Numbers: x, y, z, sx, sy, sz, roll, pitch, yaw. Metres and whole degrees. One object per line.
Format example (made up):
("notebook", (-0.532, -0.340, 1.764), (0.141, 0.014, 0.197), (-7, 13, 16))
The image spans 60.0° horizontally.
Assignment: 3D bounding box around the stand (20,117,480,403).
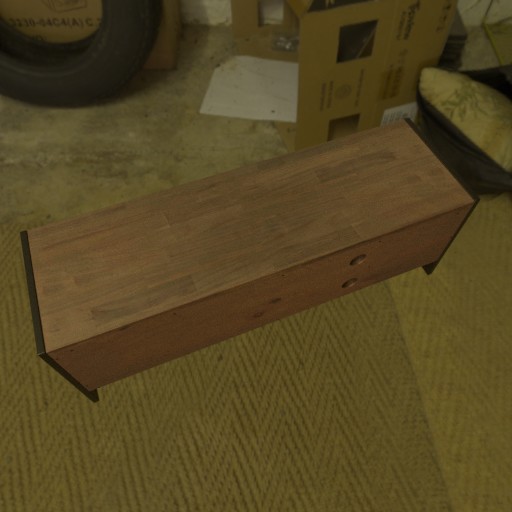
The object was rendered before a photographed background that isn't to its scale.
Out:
("stand", (0.000, 0.000, 1.694), (1.480, 0.506, 0.454), (-19, 59, -12))
